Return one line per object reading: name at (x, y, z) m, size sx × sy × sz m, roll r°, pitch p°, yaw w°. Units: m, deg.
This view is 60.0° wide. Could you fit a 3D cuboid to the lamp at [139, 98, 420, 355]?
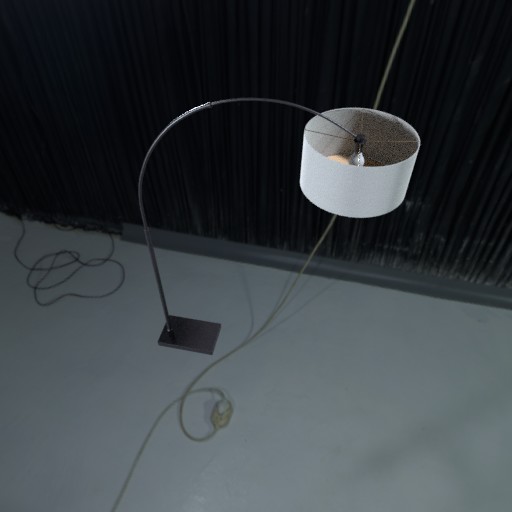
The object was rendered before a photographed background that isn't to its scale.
lamp at (0.000, 0.000, 2.583) m, size 1.424 × 1.927 × 0.493 m, roll 8°, pitch 46°, yaw 8°
